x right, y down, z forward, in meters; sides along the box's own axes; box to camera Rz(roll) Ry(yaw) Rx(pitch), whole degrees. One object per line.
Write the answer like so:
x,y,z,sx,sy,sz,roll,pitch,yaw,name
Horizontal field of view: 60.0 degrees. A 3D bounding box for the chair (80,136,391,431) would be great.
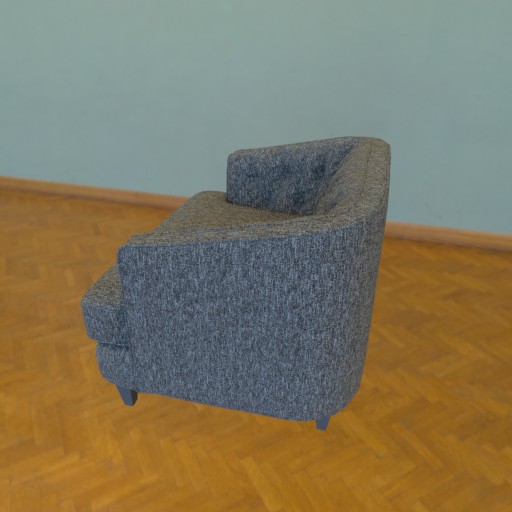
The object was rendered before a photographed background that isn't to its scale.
0.000,0.000,1.779,0.941,0.852,1.104,8,29,14,chair
